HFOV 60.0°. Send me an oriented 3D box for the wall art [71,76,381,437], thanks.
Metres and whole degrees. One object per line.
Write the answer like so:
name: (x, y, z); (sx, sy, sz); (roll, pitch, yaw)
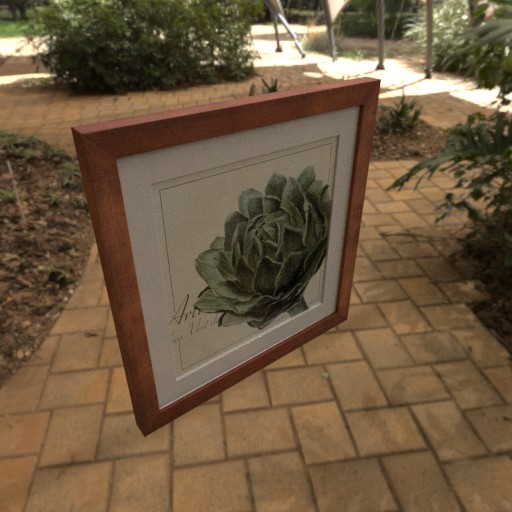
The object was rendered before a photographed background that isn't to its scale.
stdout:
wall art: (0.000, 0.000, 0.834); (0.554, 0.572, 0.037); (-22, 38, -31)
